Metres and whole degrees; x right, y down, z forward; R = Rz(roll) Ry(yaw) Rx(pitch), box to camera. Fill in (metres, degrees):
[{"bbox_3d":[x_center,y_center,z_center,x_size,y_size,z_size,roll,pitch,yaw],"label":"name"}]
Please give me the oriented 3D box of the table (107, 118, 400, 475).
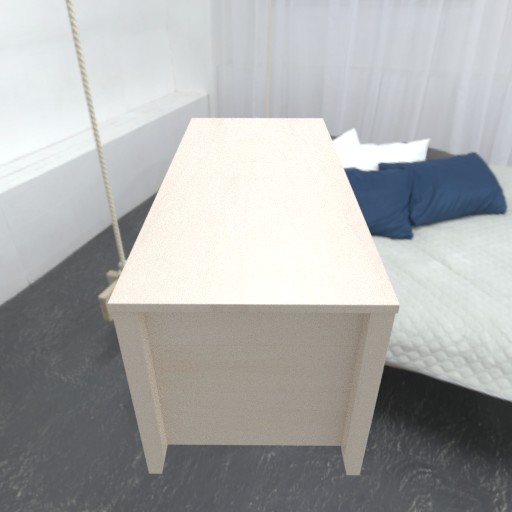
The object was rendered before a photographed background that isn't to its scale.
[{"bbox_3d":[0.000,0.000,1.248,0.457,0.483,1.016,0,33,0],"label":"table"}]
